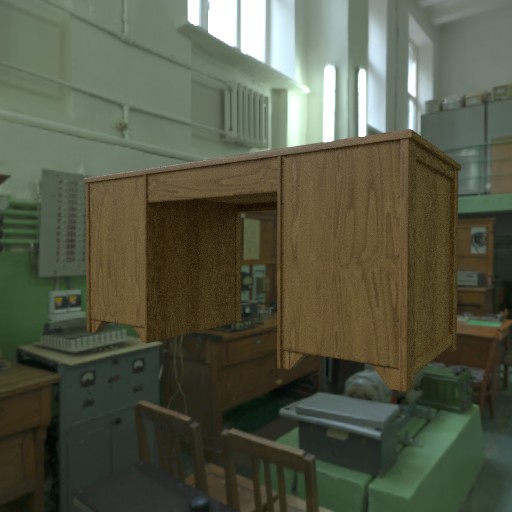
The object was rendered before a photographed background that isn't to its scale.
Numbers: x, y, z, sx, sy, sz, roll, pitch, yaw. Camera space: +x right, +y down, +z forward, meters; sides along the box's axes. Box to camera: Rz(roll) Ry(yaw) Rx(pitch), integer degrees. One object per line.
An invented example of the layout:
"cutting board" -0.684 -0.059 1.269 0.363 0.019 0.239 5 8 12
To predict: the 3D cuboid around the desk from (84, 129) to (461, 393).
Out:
"desk" 0.000 0.000 1.986 1.567 0.751 0.685 1 2 36
